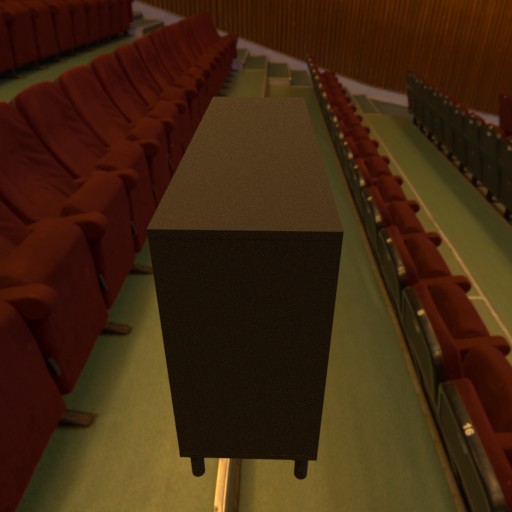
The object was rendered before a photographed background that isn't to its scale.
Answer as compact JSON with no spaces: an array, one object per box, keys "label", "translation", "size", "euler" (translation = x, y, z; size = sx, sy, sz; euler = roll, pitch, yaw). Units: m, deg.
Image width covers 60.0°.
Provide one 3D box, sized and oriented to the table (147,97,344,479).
[{"label":"table","translation":[0.000,0.000,1.606],"size":[0.400,0.855,1.200],"euler":[1,32,1]}]
